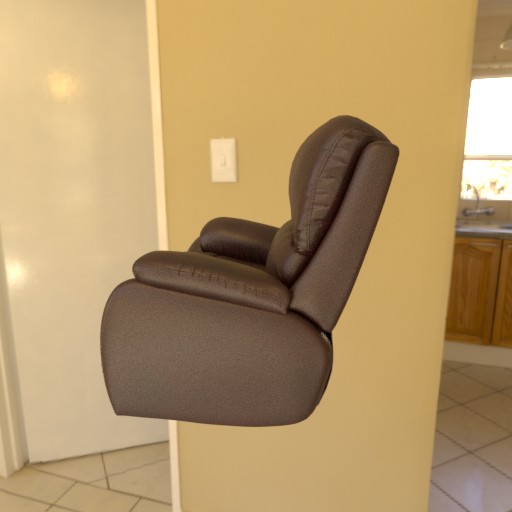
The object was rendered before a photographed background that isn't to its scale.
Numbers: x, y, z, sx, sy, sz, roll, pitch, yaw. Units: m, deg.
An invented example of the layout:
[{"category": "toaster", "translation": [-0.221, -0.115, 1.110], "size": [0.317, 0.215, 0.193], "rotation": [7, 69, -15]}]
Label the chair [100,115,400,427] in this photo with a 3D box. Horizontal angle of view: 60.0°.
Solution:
[{"category": "chair", "translation": [0.000, 0.000, 1.714], "size": [0.899, 1.011, 0.930], "rotation": [2, 12, 9]}]
